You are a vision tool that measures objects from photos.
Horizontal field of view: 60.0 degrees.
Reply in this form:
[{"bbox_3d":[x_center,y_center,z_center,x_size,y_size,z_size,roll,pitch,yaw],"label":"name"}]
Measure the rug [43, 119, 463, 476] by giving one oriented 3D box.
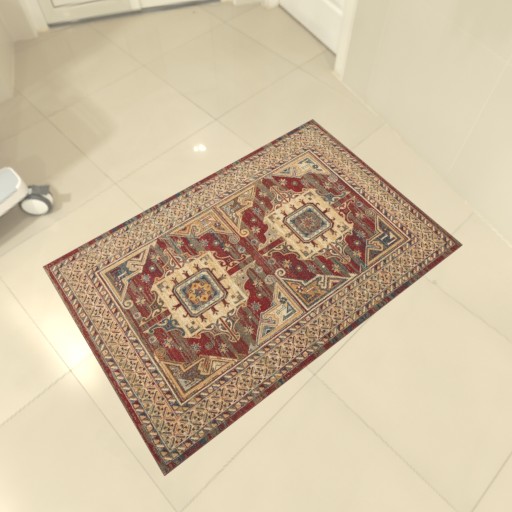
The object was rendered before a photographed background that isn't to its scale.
[{"bbox_3d":[0.000,0.000,5.791,4.578,0.033,3.033,-33,64,-18],"label":"rug"}]
